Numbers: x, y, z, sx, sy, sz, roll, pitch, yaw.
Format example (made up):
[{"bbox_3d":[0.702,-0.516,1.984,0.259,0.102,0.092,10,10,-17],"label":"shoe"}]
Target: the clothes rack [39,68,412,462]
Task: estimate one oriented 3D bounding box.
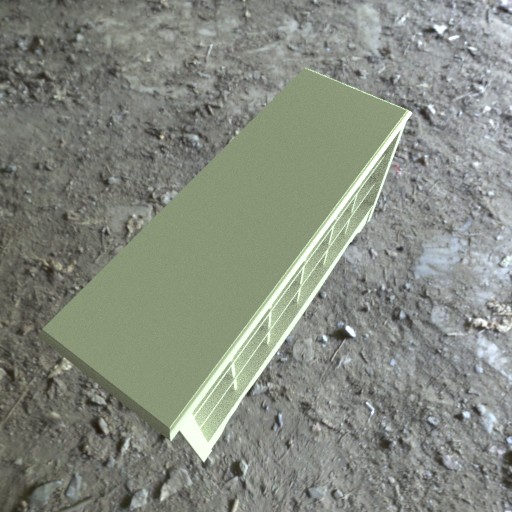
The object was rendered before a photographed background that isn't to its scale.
[{"bbox_3d":[0.000,0.000,1.470,0.405,0.558,1.218,30,63,17],"label":"clothes rack"}]
